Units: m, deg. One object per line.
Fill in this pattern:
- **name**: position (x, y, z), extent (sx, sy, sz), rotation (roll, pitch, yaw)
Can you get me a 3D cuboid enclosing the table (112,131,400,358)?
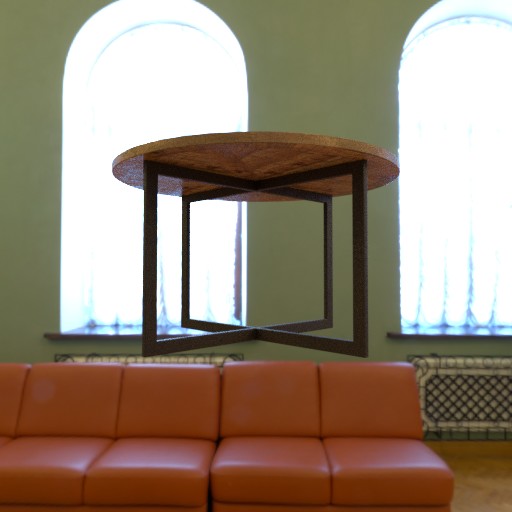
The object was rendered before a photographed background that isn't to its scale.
- **table**: position (0.000, 0.000, 2.033), extent (1.264, 0.762, 1.264), rotation (0, -2, 0)
